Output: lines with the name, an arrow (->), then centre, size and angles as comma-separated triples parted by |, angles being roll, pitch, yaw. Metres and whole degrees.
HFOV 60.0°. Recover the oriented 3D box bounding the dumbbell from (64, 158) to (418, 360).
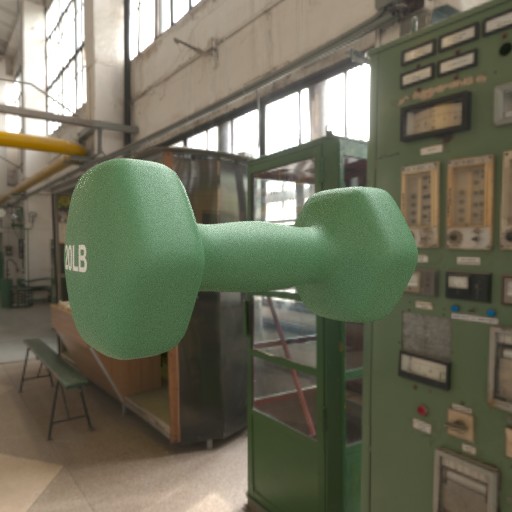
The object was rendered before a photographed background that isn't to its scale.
dumbbell -> 0.000, 0.000, 0.328 | 0.257, 0.114, 0.126 | -1, 2, -36
